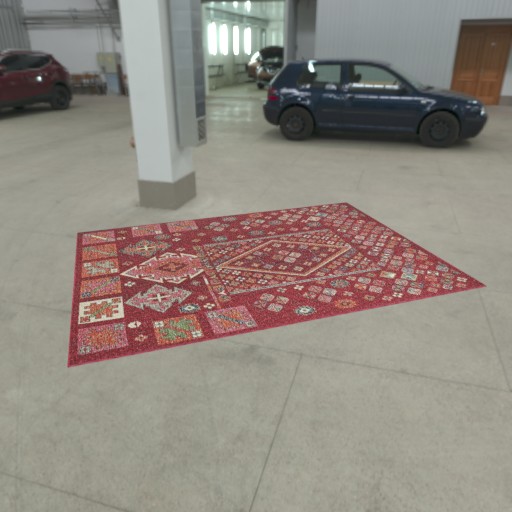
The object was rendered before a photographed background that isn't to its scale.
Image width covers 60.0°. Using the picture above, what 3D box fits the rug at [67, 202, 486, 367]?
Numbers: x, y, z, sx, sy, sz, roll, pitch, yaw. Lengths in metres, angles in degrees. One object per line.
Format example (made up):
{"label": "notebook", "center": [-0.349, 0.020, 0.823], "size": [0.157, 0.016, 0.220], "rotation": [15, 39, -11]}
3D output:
{"label": "rug", "center": [0.000, 0.000, 2.831], "size": [2.184, 0.007, 1.579], "rotation": [-8, 26, -17]}
